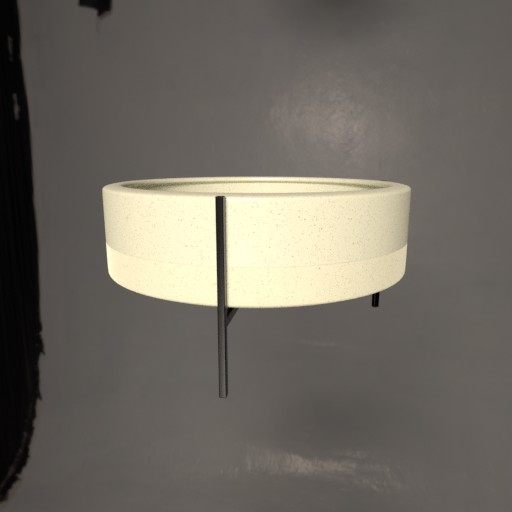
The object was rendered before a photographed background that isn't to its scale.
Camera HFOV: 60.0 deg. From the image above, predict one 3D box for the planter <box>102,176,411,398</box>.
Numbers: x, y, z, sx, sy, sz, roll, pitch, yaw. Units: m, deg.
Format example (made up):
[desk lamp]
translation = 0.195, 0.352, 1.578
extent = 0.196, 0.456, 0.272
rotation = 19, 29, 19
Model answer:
[planter]
translation = 0.000, 0.000, 0.522
extent = 0.336, 0.171, 0.345
rotation = 2, 13, 9
